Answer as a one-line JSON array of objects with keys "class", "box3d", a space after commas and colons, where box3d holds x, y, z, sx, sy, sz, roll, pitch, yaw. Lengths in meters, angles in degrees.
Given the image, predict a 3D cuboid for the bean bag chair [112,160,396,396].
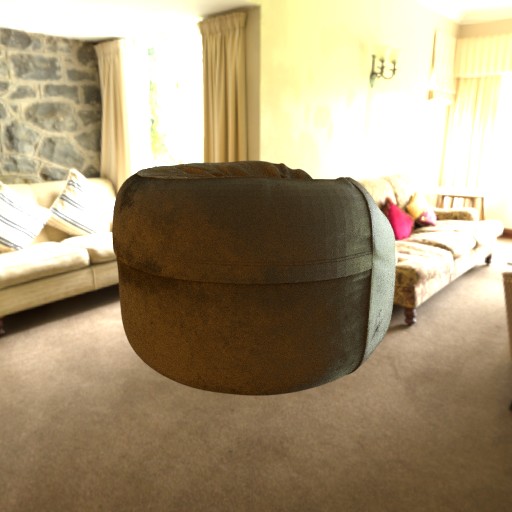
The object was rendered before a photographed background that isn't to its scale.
[{"class": "bean bag chair", "box3d": [0.000, 0.000, 1.503, 0.918, 0.605, 0.918, 0, 16, 0]}]
